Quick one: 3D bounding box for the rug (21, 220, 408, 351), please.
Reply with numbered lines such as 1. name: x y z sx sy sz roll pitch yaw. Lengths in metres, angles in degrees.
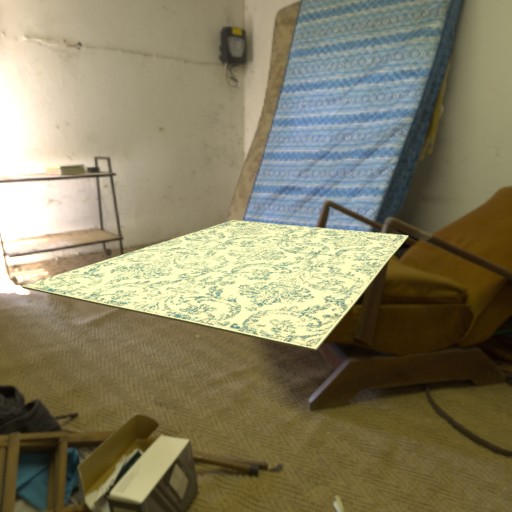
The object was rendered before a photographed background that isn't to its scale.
1. rug: 0.000 0.000 2.873 1.586 0.014 2.197 7 16 26
